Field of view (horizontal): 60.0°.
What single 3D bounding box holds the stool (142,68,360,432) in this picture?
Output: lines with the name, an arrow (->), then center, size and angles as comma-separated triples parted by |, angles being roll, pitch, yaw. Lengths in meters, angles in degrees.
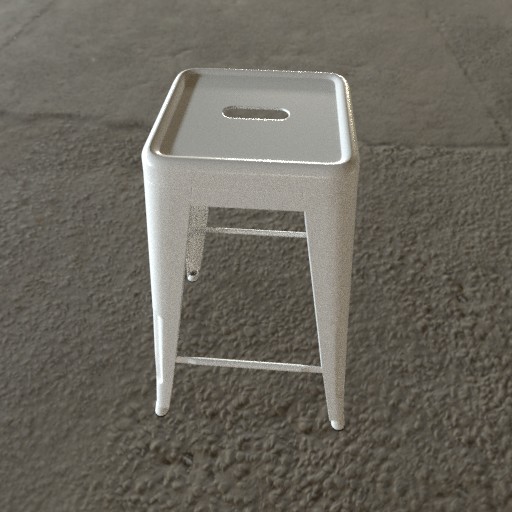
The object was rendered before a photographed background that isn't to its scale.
stool -> 0.000, 0.000, 0.856 | 0.406, 0.610, 0.406 | 3, 47, 3
